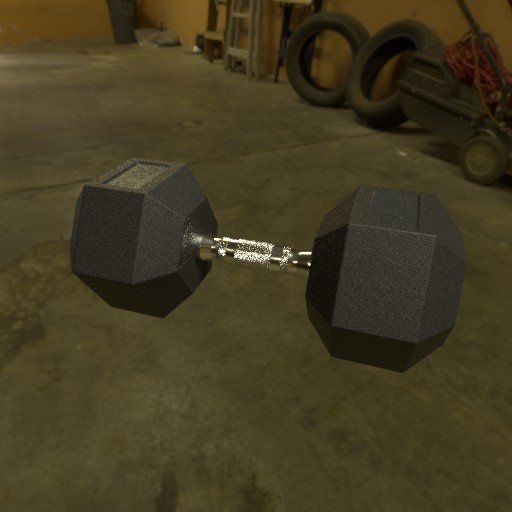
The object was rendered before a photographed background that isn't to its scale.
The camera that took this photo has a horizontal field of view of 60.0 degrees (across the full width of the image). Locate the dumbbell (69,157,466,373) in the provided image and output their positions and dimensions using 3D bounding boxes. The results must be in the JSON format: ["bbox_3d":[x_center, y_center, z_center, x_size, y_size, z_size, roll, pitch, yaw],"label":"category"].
[{"bbox_3d":[0.000,0.000,0.463,0.384,0.150,0.173,10,33,16],"label":"dumbbell"}]
